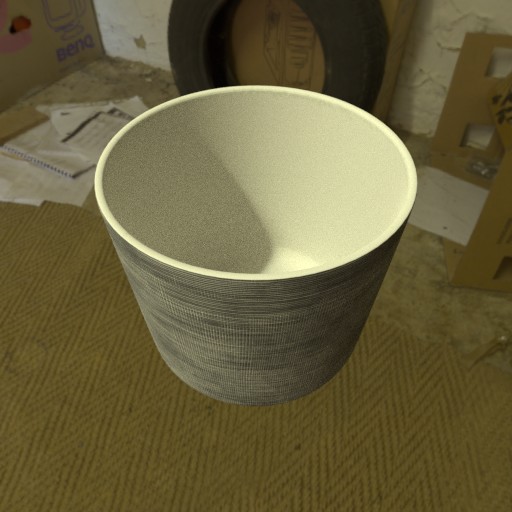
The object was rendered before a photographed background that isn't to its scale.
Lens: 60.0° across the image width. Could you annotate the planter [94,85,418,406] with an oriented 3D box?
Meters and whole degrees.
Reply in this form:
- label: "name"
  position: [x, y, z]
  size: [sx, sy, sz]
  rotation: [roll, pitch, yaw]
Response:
- label: "planter"
  position: [0.000, 0.000, 0.765]
  size: [0.440, 0.398, 0.440]
  rotation: [0, 47, 0]
